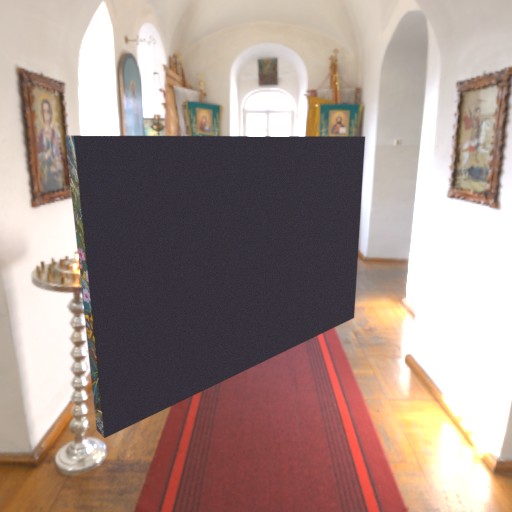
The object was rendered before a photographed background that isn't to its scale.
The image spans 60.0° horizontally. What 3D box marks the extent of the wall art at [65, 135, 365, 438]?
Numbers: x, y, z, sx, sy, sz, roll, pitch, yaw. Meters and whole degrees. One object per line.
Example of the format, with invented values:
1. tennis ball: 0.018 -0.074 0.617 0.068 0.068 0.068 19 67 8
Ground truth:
1. wall art: 0.000 0.000 1.157 0.908 0.604 0.037 -14 20 -42
